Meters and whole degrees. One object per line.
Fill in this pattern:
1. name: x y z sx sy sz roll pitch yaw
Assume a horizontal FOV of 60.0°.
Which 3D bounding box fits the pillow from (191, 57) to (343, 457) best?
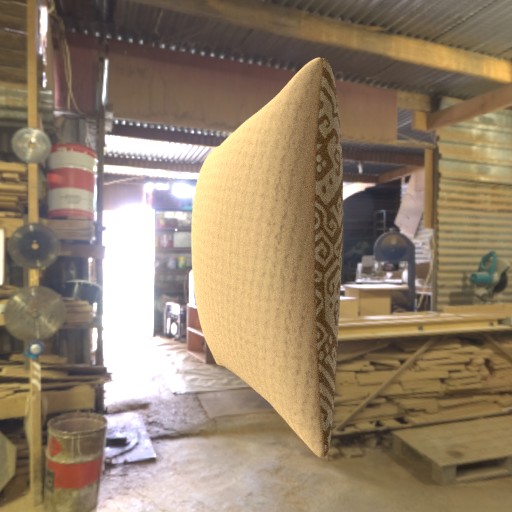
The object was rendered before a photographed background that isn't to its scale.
1. pillow: 0.000 0.000 0.638 0.173 0.407 0.419 0 0 -19
